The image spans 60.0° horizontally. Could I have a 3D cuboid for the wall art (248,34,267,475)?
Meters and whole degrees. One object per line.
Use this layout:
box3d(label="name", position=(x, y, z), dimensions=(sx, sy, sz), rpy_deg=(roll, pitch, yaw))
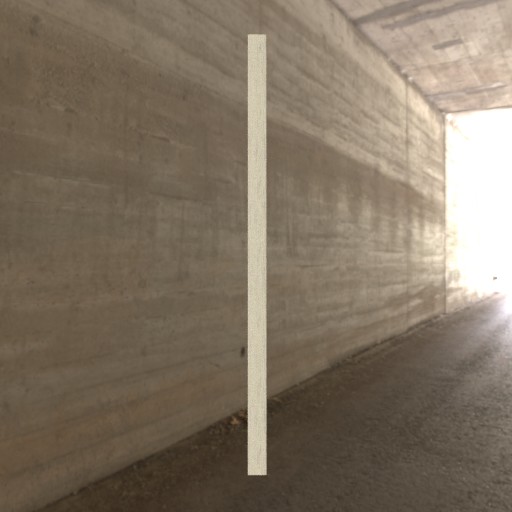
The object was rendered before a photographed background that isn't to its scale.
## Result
box3d(label="wall art", position=(0.000, 0.000, 1.529), dimensions=(0.045, 1.016, 1.016), rpy_deg=(0, -1, 0))
